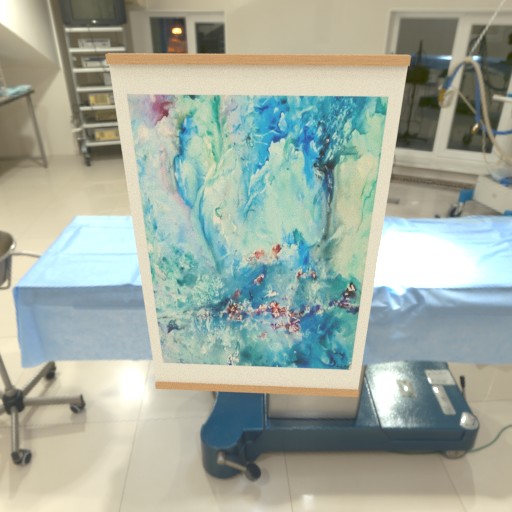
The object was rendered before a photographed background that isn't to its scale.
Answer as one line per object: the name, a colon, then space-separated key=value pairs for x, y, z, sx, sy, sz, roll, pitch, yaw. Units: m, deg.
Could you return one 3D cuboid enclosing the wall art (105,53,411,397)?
wall art: x=0.000 y=0.000 z=0.615 sx=0.335 sy=0.510 sz=0.013 roll=2 pitch=29 yaw=3
